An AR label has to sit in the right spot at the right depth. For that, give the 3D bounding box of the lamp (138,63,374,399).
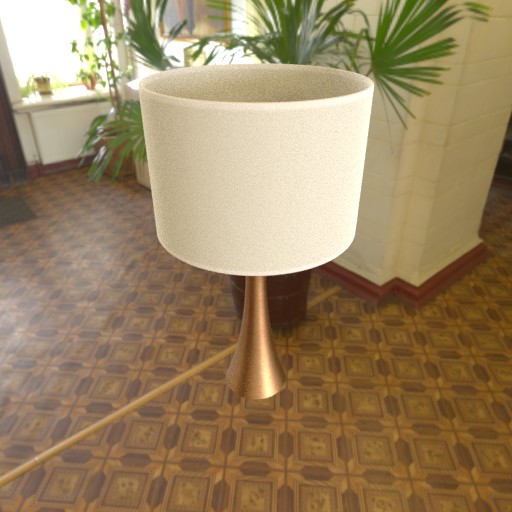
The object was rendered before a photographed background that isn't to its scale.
[{"bbox_3d":[0.000,0.000,0.637,0.268,0.479,0.268,2,31,3],"label":"lamp"}]
